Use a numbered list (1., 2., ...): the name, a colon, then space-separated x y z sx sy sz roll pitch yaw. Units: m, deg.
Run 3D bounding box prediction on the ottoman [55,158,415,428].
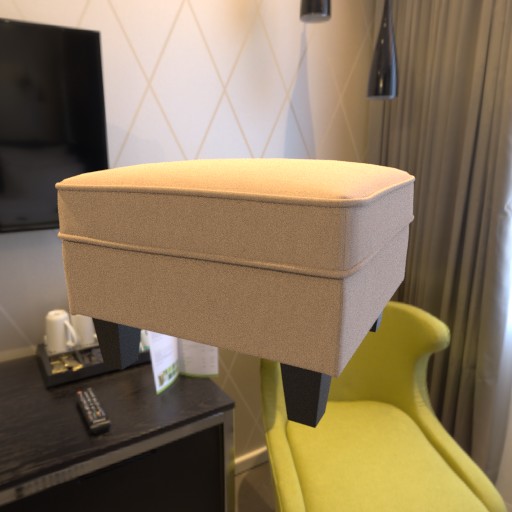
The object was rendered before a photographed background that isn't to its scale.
1. ottoman: 0.000 0.000 1.027 0.616 0.438 0.613 7 16 27
